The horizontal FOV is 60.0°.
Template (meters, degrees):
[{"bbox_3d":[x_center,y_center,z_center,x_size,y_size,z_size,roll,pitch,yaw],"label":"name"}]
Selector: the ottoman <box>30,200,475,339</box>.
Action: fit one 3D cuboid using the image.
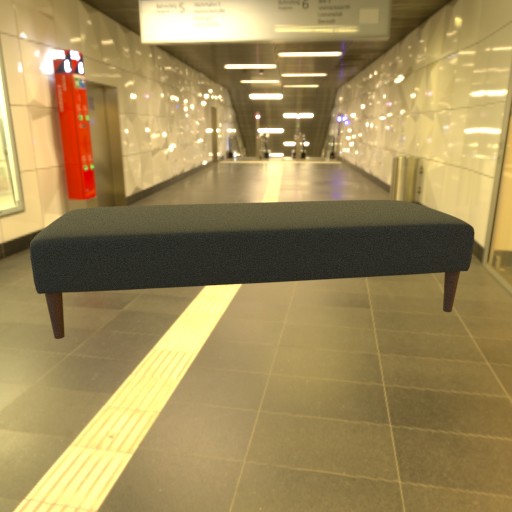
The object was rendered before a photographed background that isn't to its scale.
[{"bbox_3d":[0.000,0.000,1.894,1.609,0.393,0.646,-3,16,-9],"label":"ottoman"}]
